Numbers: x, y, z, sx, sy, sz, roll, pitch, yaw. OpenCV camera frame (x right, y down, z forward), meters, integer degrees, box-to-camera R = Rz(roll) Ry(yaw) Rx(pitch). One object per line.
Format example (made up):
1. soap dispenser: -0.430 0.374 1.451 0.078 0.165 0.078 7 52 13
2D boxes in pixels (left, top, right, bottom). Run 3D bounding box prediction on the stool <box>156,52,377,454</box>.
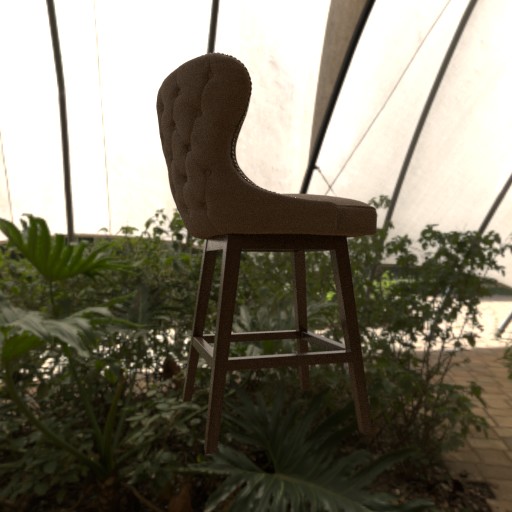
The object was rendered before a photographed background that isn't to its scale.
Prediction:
1. stool: 0.000 0.000 1.353 0.597 0.972 0.615 0 -1 -17
